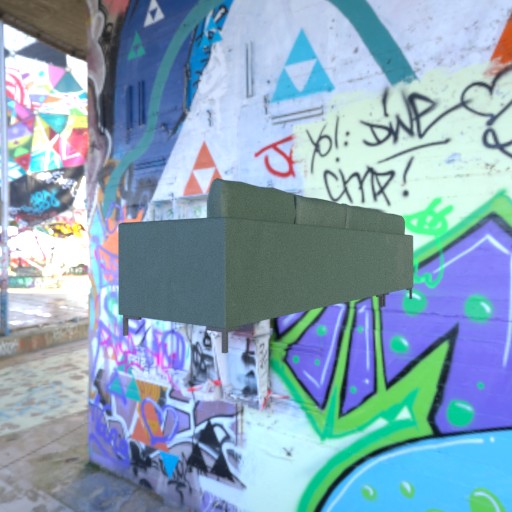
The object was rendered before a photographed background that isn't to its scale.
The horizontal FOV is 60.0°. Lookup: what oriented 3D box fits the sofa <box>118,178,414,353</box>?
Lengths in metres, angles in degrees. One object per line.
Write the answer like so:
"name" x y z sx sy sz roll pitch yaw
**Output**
"sofa" 0.000 0.000 4.312 2.048 0.996 3.384 0 1 36
